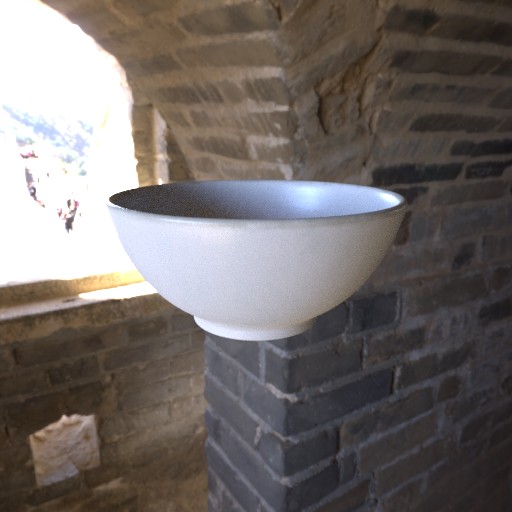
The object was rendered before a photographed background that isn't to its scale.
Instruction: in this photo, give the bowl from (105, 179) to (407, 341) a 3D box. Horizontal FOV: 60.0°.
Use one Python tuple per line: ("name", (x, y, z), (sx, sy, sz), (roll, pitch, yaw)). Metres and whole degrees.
("bowl", (0.000, 0.000, 0.428), (0.268, 0.121, 0.268), (0, 15, 0))
